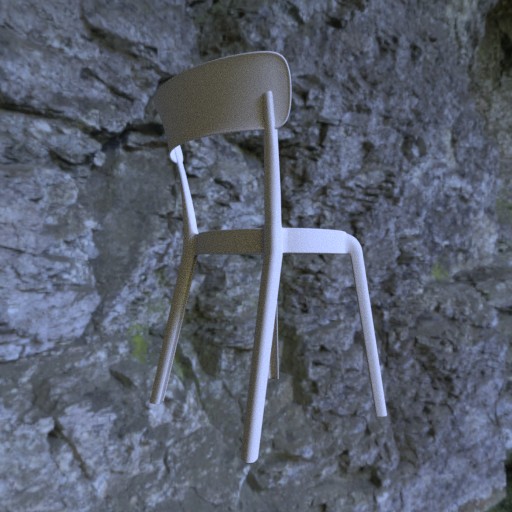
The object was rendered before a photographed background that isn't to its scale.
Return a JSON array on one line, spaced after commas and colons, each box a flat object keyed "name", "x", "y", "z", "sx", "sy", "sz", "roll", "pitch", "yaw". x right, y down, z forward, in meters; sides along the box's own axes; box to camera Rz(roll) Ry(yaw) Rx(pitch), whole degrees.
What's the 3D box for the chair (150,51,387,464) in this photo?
[{"name": "chair", "x": 0.000, "y": 0.000, "z": 1.132, "sx": 0.491, "sy": 0.790, "sz": 0.506, "roll": 0, "pitch": 0, "yaw": -37}]
